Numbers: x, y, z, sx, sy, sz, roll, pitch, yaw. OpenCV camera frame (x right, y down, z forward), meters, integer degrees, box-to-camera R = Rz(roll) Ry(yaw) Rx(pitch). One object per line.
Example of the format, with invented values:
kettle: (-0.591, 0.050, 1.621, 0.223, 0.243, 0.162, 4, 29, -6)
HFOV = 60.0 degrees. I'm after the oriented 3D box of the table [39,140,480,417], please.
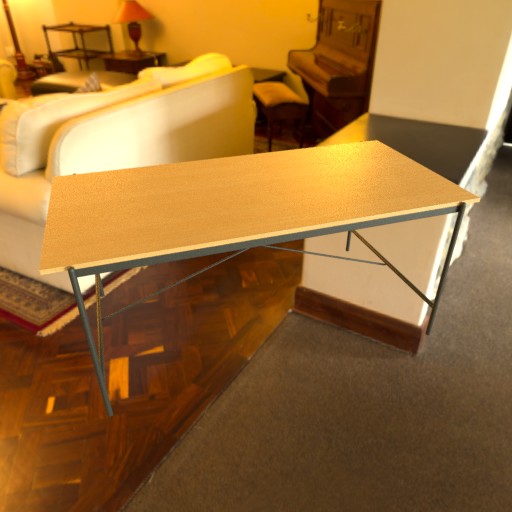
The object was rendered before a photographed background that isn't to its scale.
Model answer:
table: (0.000, 0.000, 2.255, 1.800, 0.758, 0.900, -10, 34, -15)
